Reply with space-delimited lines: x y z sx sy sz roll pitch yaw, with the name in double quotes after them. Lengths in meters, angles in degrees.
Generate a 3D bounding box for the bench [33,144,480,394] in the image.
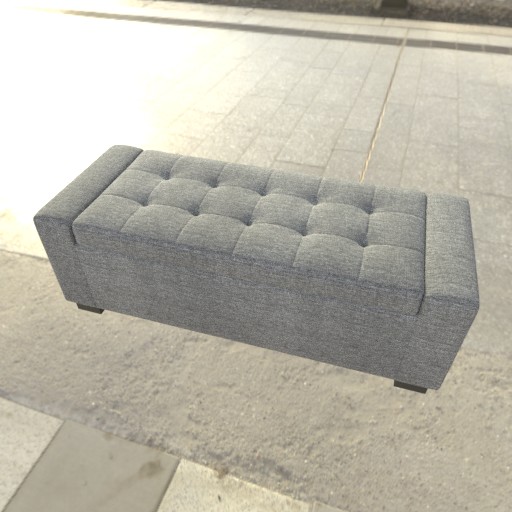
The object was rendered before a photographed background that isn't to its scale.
0.000 0.000 1.531 1.296 0.445 0.508 11 43 12 "bench"
